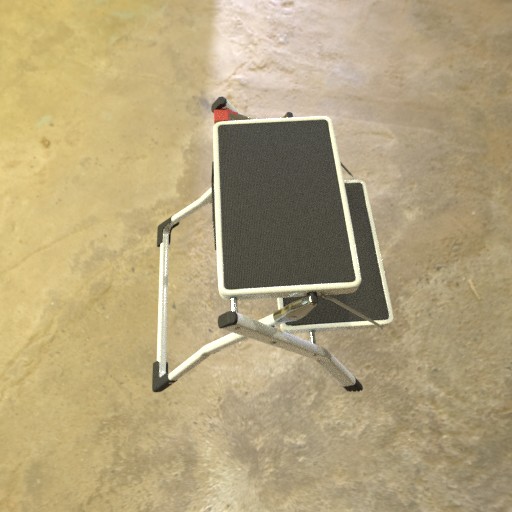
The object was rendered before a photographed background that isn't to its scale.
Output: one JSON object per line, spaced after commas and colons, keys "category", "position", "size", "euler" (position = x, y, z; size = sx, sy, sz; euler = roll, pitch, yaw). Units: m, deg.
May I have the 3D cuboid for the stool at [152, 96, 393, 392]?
{"category": "stool", "position": [0.000, 0.000, 0.883], "size": [0.490, 0.445, 0.485], "euler": [-3, 64, -2]}
